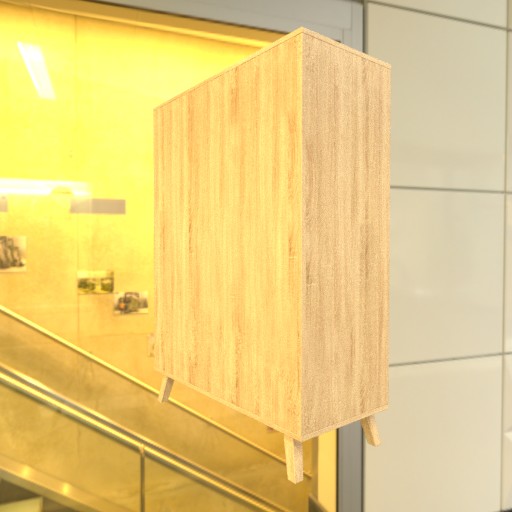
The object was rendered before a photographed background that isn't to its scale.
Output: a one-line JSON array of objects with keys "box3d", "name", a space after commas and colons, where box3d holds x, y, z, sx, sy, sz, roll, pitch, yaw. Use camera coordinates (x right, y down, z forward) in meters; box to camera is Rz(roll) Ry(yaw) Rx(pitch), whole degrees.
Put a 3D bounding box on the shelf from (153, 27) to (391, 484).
[{"box3d": [0.000, 0.000, 1.864, 0.450, 1.390, 1.000, -1, 2, -39], "name": "shelf"}]
